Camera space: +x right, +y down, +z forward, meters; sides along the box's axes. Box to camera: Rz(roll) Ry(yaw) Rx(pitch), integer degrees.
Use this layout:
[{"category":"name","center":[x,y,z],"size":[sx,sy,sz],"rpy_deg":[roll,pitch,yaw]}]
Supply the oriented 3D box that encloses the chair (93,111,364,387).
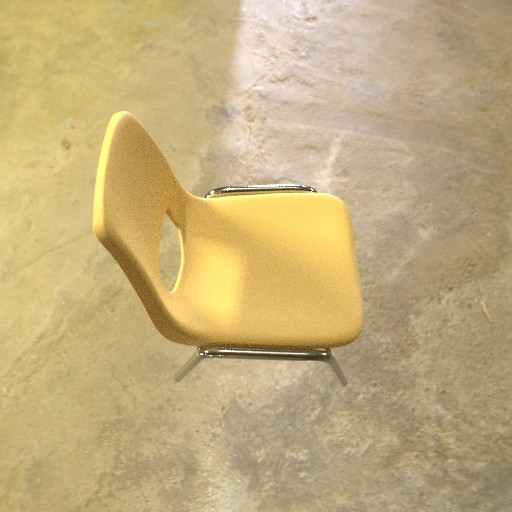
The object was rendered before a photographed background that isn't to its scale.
[{"category":"chair","center":[0.000,0.000,0.780],"size":[0.385,0.536,0.354],"rpy_deg":[0,63,0]}]
